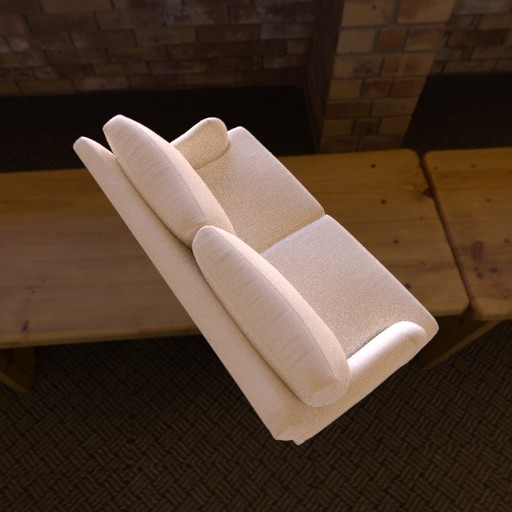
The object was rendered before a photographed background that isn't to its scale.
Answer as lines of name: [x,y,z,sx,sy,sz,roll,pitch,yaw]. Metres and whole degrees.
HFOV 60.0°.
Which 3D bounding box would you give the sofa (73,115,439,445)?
sofa: [0.000,0.000,2.473,1.084,1.101,1.853,-32,64,-17]
